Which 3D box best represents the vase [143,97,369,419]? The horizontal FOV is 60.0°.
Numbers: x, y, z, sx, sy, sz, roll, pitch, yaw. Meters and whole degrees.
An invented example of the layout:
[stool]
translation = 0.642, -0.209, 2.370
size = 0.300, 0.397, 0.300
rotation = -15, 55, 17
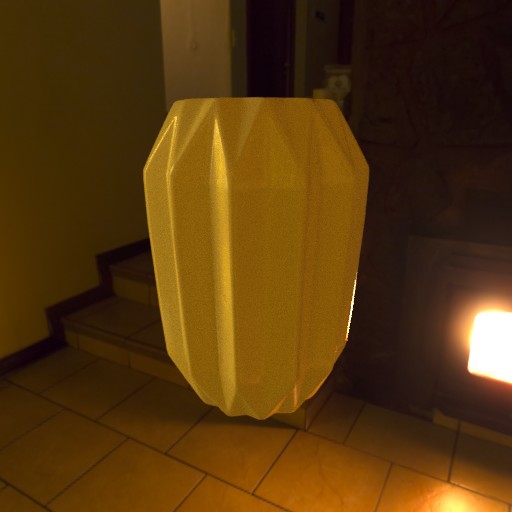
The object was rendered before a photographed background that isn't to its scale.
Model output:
[vase]
translation = 0.000, 0.000, 0.415
size = 0.195, 0.275, 0.195
rotation = 0, 17, 0
